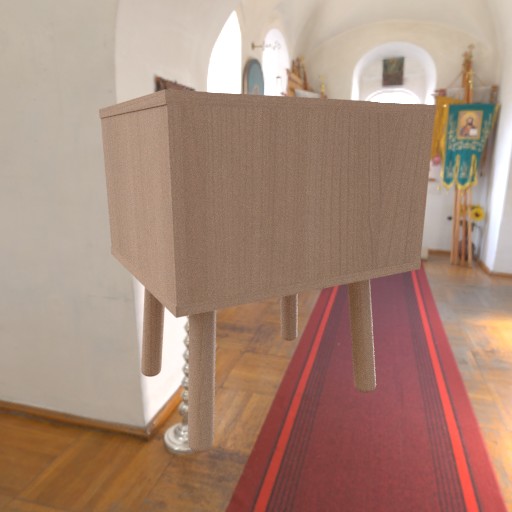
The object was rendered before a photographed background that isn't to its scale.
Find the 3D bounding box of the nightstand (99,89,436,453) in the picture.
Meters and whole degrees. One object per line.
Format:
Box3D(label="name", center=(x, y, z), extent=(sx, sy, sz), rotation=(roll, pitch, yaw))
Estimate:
Box3D(label="nightstand", center=(0.000, 0.000, 0.831), extent=(0.450, 0.530, 0.380), rotation=(-8, 17, -29))
